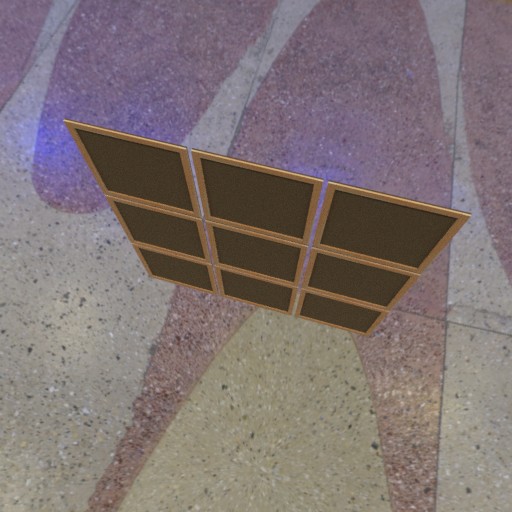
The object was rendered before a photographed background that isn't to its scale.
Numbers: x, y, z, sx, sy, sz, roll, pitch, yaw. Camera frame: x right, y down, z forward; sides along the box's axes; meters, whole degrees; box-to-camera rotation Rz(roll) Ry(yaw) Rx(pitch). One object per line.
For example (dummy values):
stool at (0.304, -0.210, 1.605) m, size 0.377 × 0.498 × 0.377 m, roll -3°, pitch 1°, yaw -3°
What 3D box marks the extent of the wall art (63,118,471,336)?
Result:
wall art at (0.000, 0.000, 2.281) m, size 1.520 × 1.525 × 0.013 m, roll 15°, pitch 65°, yaw 7°
